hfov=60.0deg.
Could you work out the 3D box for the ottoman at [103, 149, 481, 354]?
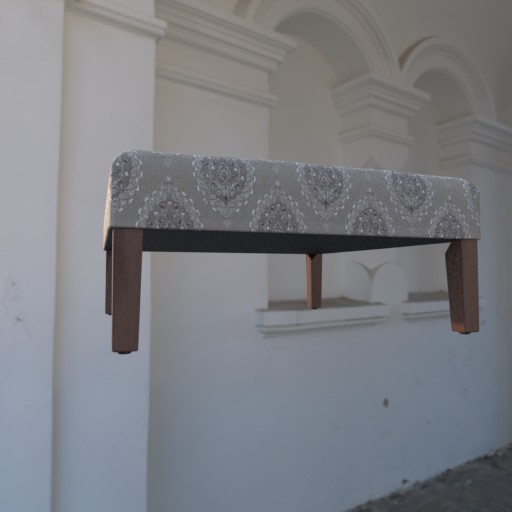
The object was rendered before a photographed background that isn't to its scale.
[{"bbox_3d":[0.000,0.000,1.372,0.889,0.411,0.890,1,-2,-20],"label":"ottoman"}]
